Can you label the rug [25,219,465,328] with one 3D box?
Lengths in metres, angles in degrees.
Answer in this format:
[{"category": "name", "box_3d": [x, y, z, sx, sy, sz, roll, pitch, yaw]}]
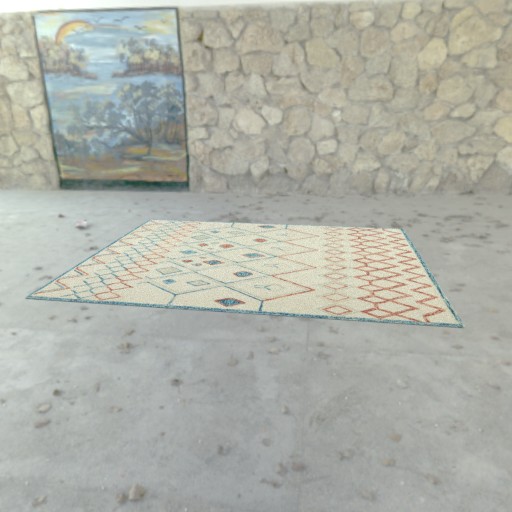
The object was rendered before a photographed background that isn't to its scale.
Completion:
[{"category": "rug", "box_3d": [0.000, 0.000, 4.162, 3.050, 0.016, 2.441, 3, 19, 8]}]
